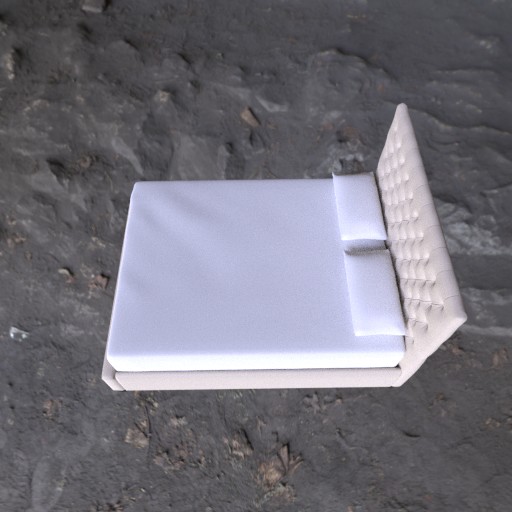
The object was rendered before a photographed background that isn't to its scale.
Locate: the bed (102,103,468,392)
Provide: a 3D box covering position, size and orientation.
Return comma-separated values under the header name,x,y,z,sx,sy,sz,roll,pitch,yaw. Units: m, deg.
name,x,y,z,sx,sy,sz,roll,pitch,yaw
bed,0.000,0.000,3.340,2.233,1.426,1.696,-1,59,-1
